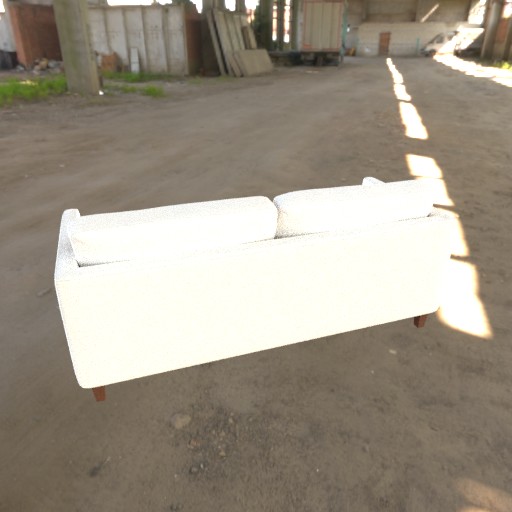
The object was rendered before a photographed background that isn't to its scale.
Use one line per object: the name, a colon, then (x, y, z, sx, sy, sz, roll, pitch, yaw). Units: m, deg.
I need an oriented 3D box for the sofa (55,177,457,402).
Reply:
sofa: (0.000, 0.000, 2.679, 2.139, 0.933, 0.924, -9, 28, -17)
